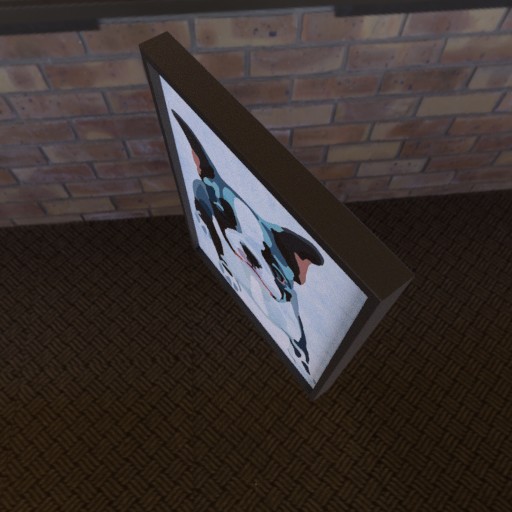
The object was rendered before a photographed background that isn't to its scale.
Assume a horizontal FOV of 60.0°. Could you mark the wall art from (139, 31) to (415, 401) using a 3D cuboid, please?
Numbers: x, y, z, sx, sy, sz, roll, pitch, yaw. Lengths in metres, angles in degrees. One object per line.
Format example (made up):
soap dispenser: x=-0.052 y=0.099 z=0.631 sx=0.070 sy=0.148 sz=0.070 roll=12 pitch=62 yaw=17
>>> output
wall art: x=0.000 y=0.000 z=0.493 sx=0.030 sy=0.369 sz=0.294 roll=-34 pitch=68 yaw=-16
